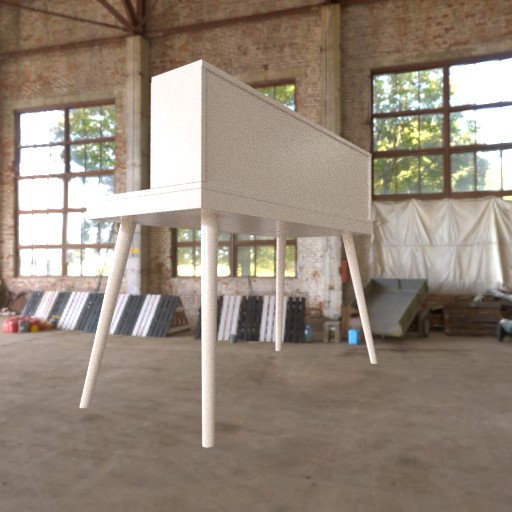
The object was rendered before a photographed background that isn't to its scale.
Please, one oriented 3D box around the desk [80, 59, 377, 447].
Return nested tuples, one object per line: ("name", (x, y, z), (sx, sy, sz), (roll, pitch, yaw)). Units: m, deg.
("desk", (0.000, 0.000, 1.767), (0.559, 0.990, 1.199), (-1, -2, 35))
